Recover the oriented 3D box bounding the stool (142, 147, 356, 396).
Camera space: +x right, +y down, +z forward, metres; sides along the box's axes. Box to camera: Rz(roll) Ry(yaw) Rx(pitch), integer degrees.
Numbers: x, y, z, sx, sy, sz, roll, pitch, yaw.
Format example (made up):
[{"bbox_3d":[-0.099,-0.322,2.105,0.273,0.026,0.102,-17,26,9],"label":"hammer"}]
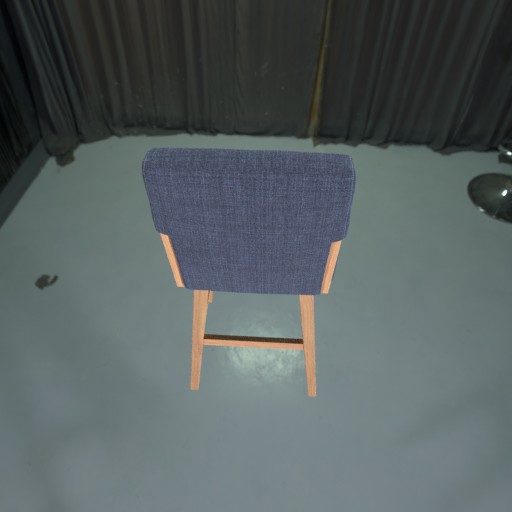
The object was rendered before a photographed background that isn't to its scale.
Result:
[{"bbox_3d":[0.000,0.000,1.428,0.483,1.112,0.570,2,47,2],"label":"stool"}]
